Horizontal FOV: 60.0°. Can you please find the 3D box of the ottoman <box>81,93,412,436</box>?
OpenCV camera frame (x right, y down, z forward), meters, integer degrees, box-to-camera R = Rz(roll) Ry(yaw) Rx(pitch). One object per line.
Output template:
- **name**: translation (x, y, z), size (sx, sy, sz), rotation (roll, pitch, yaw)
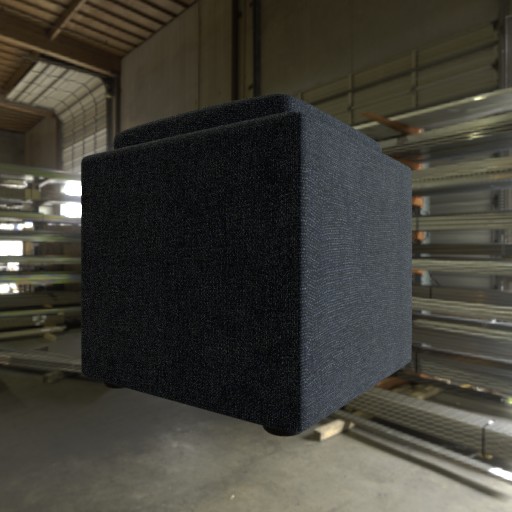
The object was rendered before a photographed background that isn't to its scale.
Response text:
- **ottoman**: translation (0.000, 0.000, 0.826), size (0.450, 0.460, 0.450), rotation (0, 0, 36)
